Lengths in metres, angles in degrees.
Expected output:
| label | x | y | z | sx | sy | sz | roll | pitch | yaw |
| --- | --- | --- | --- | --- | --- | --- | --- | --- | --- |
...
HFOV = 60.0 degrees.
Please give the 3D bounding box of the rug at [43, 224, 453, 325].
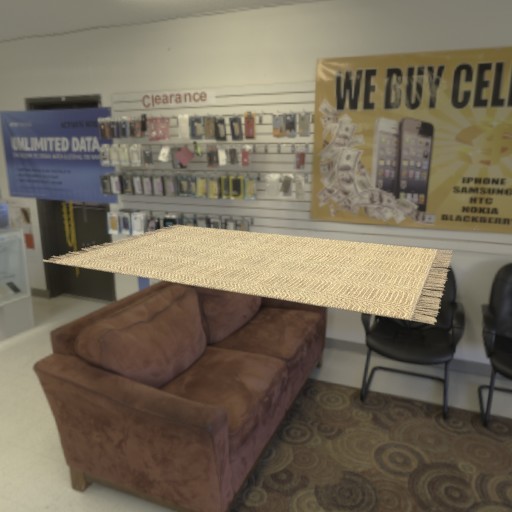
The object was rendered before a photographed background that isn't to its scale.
| label | x | y | z | sx | sy | sz | roll | pitch | yaw |
| --- | --- | --- | --- | --- | --- | --- | --- | --- | --- |
| rug | 0.000 | 0.000 | 3.147 | 2.523 | 0.034 | 1.528 | 7 | 16 | 25 |
